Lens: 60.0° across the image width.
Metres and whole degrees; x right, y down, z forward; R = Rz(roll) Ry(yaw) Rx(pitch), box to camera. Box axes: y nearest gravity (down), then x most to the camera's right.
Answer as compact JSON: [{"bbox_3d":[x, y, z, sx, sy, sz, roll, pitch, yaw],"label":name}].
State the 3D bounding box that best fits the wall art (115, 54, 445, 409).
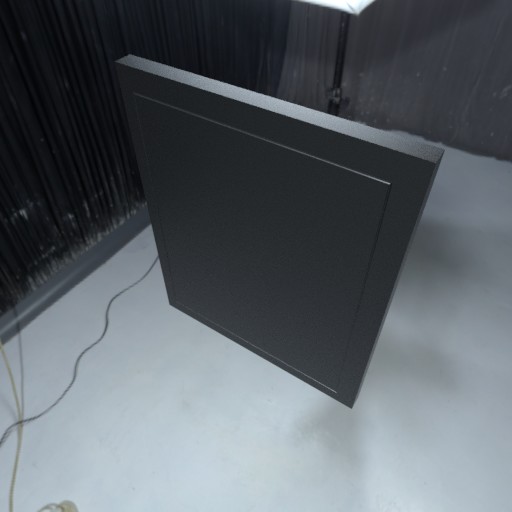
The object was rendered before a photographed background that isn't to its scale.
[{"bbox_3d":[0.000,0.000,0.750,0.461,0.558,0.031,25,51,23],"label":"wall art"}]
